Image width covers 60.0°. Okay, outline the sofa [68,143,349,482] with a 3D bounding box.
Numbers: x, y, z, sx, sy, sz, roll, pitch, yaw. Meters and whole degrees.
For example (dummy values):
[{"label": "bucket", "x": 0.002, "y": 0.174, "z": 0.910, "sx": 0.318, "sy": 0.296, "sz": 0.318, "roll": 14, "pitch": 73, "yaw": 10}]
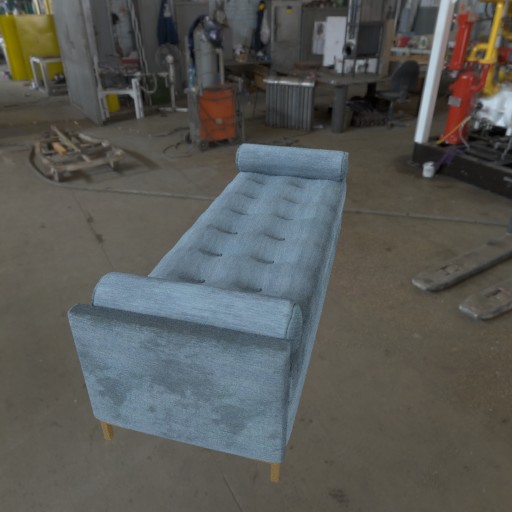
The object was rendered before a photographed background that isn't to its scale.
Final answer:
[{"label": "sofa", "x": 0.000, "y": 0.000, "z": 2.424, "sx": 0.796, "sy": 0.705, "sz": 2.102, "roll": 8, "pitch": 31, "yaw": 13}]
